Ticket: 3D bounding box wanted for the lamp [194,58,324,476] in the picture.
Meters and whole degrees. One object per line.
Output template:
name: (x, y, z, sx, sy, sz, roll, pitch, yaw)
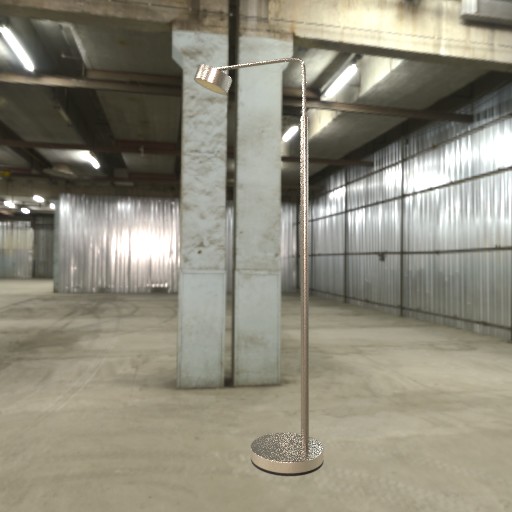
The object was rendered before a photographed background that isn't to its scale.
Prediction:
lamp: (0.000, 0.000, 1.404, 0.421, 1.250, 0.222, 0, -1, 17)
